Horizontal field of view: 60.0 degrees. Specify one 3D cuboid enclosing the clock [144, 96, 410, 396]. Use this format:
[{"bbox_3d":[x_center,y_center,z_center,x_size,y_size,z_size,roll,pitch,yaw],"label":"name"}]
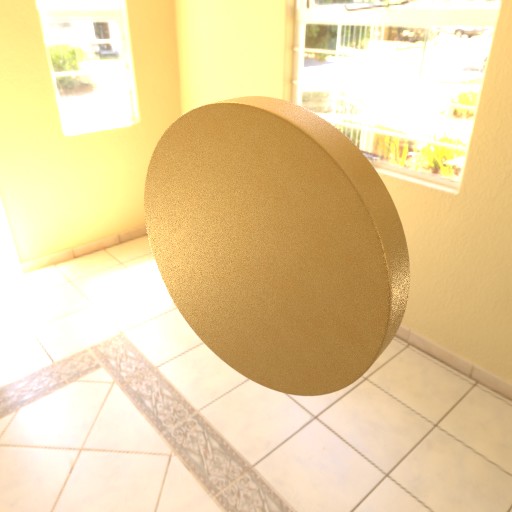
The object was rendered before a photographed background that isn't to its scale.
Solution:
[{"bbox_3d":[0.000,0.000,0.464,0.314,0.314,0.040,22,36,33],"label":"clock"}]
